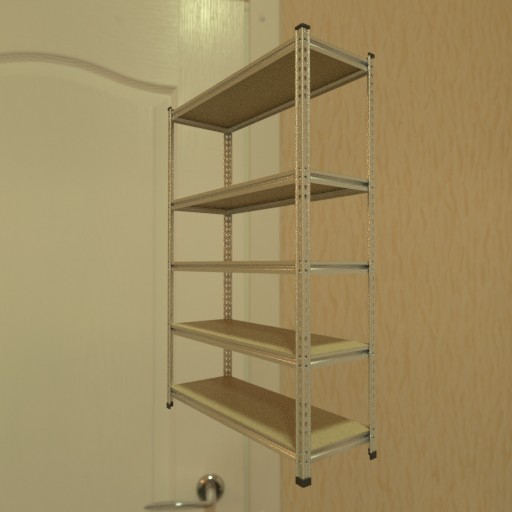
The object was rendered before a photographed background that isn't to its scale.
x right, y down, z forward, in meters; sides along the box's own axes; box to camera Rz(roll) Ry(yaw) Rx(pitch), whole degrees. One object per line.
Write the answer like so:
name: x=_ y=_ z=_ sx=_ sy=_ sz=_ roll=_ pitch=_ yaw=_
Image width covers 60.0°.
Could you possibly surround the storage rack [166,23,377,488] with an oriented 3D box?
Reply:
storage rack: x=0.000 y=0.000 z=2.363 sx=0.457 sy=1.829 sz=1.219 roll=1 pitch=-1 yaw=-37
